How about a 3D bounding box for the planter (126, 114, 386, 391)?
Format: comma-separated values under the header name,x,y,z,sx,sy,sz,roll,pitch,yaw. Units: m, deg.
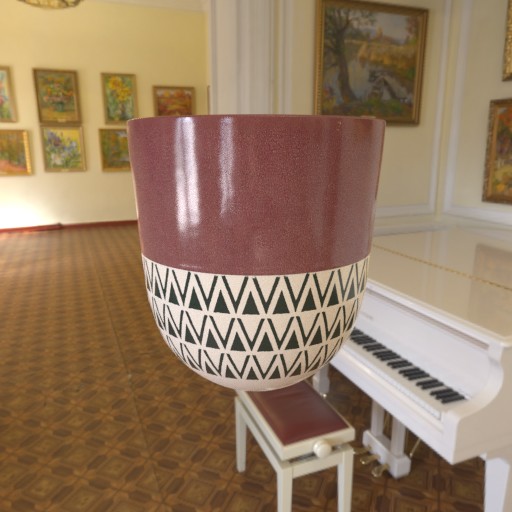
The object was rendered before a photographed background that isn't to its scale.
name,x,y,z,sx,sy,sz,roll,pitch,yaw
planter,0.000,0.000,0.371,0.195,0.214,0.195,0,14,0
